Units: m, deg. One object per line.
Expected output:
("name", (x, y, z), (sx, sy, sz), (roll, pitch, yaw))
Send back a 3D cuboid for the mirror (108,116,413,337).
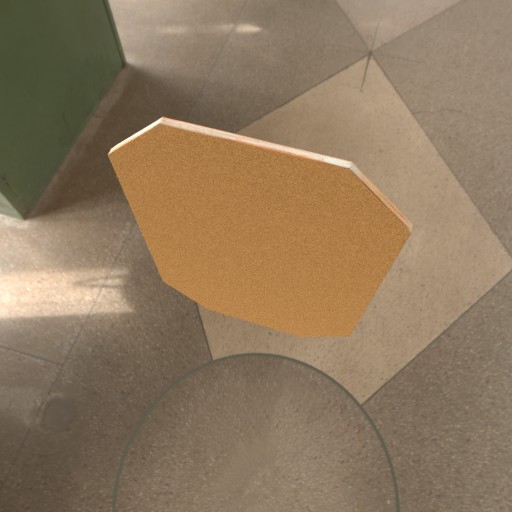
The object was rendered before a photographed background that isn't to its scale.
("mirror", (0.000, 0.000, 1.318), (0.709, 1.015, 0.061), (15, 63, 8))
